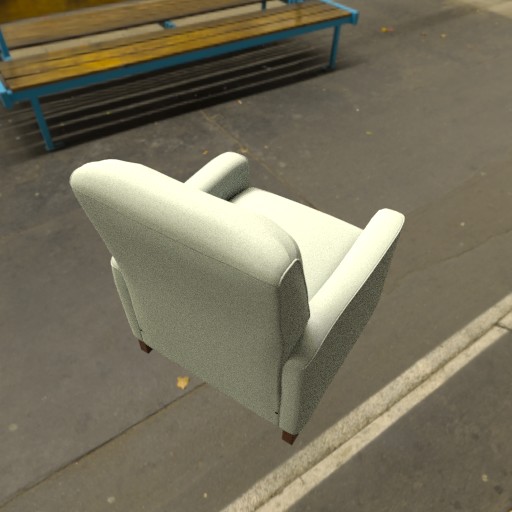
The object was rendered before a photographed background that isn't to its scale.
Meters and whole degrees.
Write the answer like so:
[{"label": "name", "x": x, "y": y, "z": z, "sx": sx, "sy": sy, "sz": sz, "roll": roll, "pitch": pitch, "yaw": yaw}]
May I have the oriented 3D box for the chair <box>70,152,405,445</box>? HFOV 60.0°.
[{"label": "chair", "x": 0.000, "y": 0.000, "z": 1.629, "sx": 0.853, "sy": 1.007, "sz": 0.846, "roll": 25, "pitch": 50, "yaw": 23}]
